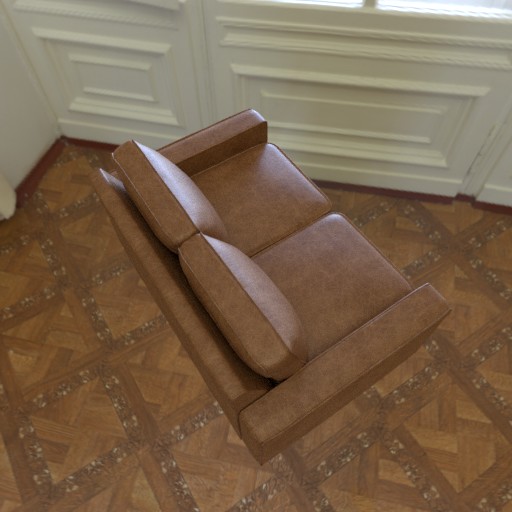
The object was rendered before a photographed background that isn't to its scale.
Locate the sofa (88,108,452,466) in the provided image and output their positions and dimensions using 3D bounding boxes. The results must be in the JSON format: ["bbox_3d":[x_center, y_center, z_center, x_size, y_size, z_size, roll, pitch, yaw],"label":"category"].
[{"bbox_3d":[0.000,0.000,2.154,1.020,0.896,1.532,-30,63,-17],"label":"sofa"}]
